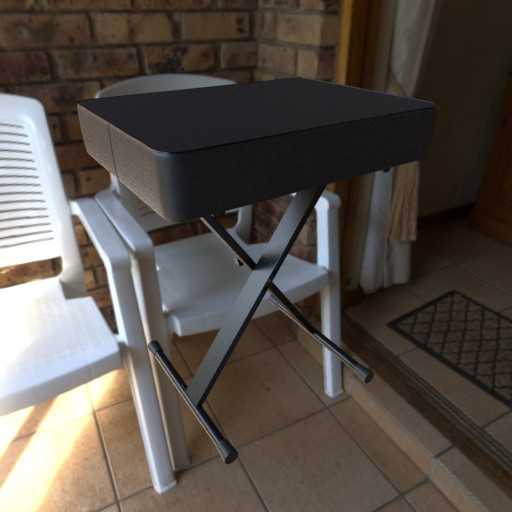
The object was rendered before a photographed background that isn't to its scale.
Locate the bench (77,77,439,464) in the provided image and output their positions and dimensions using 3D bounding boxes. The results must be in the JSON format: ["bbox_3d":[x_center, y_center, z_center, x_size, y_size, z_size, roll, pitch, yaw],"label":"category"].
[{"bbox_3d":[0.000,0.000,0.751,0.424,0.500,0.321,-18,35,-29],"label":"bench"}]
